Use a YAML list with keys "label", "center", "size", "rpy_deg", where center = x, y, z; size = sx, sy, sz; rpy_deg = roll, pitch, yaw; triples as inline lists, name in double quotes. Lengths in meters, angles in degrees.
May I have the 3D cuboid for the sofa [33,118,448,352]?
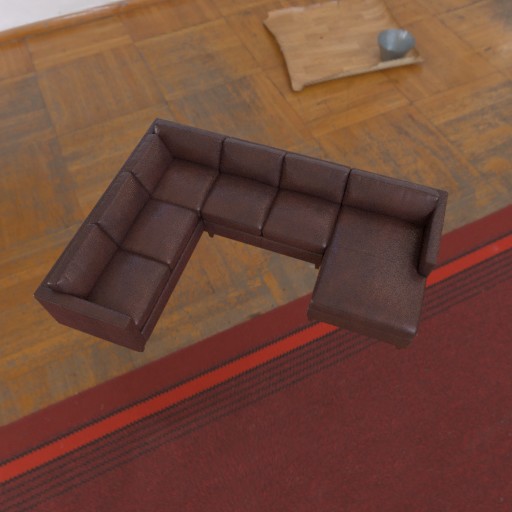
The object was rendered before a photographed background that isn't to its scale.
- label: "sofa"
  center: [0.000, 0.000, 4.466]
  size: [3.324, 0.891, 2.452]
  rpy_deg: [17, 60, 10]
